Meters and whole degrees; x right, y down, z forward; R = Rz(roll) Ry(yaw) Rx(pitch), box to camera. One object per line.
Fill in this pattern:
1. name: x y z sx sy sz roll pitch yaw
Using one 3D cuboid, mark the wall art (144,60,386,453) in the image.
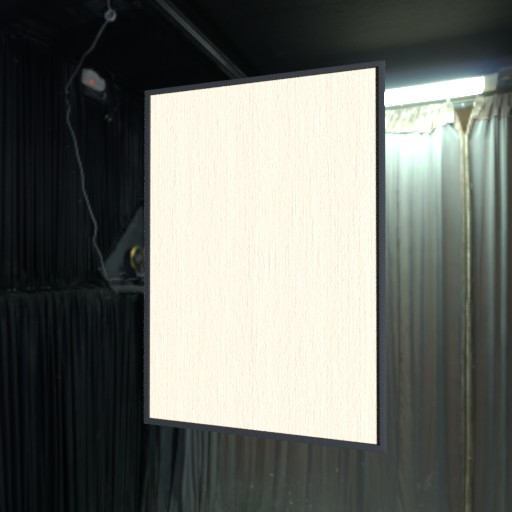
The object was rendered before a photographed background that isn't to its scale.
1. wall art: 0.000 0.000 0.814 0.457 0.657 0.013 0 -1 17
